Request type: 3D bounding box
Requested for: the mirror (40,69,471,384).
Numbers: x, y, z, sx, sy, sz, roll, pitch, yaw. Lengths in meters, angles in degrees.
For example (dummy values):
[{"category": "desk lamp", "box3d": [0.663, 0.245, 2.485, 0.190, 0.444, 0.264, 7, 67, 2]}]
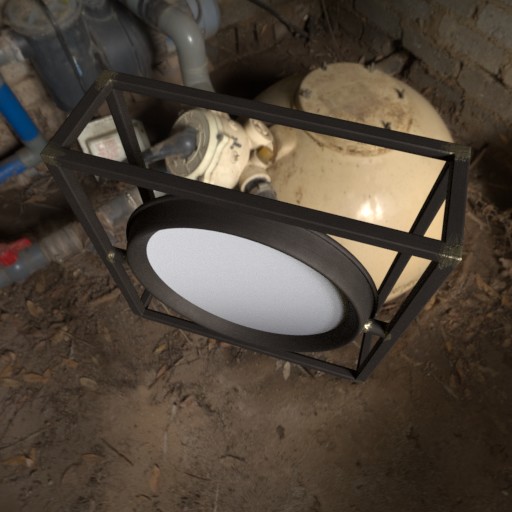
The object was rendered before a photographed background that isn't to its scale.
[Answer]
[{"category": "mirror", "box3d": [0.000, 0.000, 0.461, 0.306, 0.303, 0.107, 15, 60, 9]}]
